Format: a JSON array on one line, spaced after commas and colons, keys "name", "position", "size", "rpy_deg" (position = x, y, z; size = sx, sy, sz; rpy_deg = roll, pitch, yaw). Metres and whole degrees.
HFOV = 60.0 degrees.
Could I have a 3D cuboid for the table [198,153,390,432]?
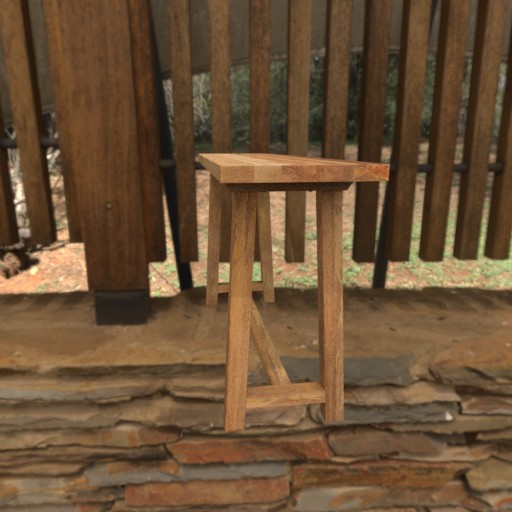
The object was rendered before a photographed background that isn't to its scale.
[{"name": "table", "position": [0.000, 0.000, 1.856], "size": [0.405, 0.810, 1.524], "rpy_deg": [-2, 14, -9]}]
